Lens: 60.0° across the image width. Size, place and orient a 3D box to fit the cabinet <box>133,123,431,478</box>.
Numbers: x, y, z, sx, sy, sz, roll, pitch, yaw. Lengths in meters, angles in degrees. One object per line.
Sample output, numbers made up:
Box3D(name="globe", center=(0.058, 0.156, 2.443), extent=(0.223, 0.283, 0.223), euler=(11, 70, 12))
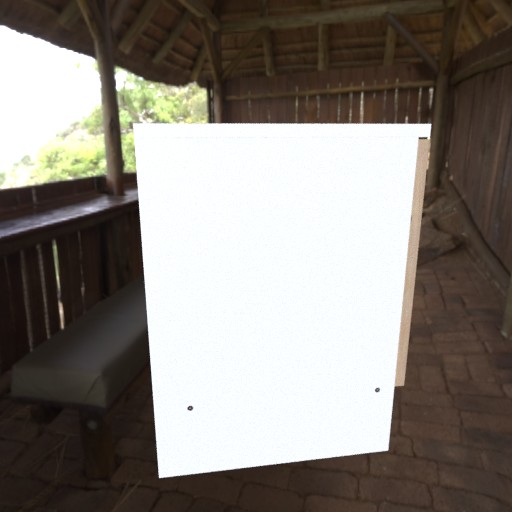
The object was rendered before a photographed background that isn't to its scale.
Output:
Box3D(name="cabinet", center=(0.000, 0.000, 0.924), extent=(0.400, 0.522, 0.600), euler=(-3, 16, -9))
